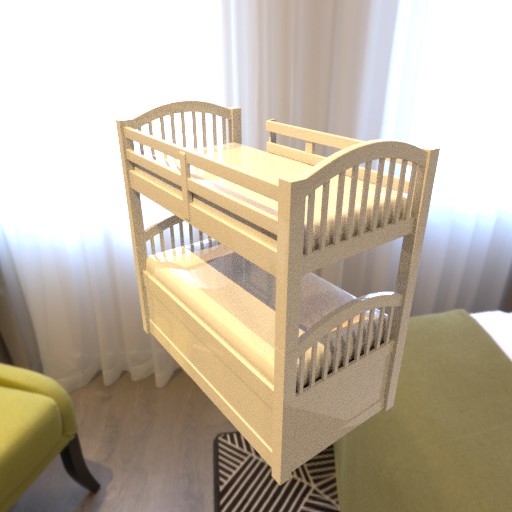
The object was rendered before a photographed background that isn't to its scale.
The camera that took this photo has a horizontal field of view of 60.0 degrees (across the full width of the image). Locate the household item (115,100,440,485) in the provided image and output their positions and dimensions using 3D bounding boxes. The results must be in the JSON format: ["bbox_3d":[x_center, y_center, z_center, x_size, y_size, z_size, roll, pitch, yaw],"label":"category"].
[{"bbox_3d":[0.000,0.000,3.330,1.143,2.032,2.032,-18,32,-32],"label":"household item"}]
